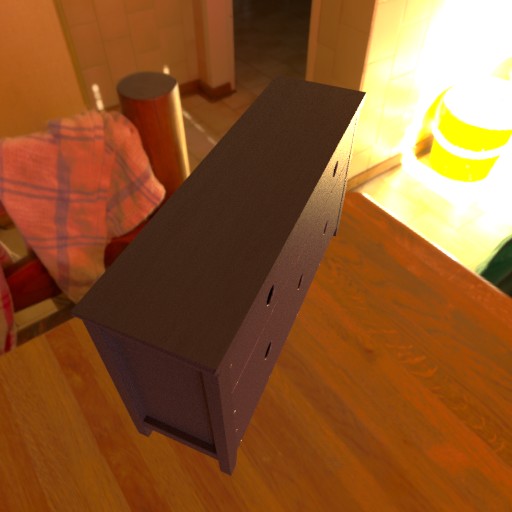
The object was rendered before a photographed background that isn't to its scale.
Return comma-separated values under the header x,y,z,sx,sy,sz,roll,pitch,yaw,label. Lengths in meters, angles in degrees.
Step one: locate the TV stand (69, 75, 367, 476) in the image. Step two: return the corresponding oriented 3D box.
x,y,z,sx,sy,sz,roll,pitch,yaw,label
0.000,0.000,1.502,0.347,0.681,1.198,17,50,16,TV stand
